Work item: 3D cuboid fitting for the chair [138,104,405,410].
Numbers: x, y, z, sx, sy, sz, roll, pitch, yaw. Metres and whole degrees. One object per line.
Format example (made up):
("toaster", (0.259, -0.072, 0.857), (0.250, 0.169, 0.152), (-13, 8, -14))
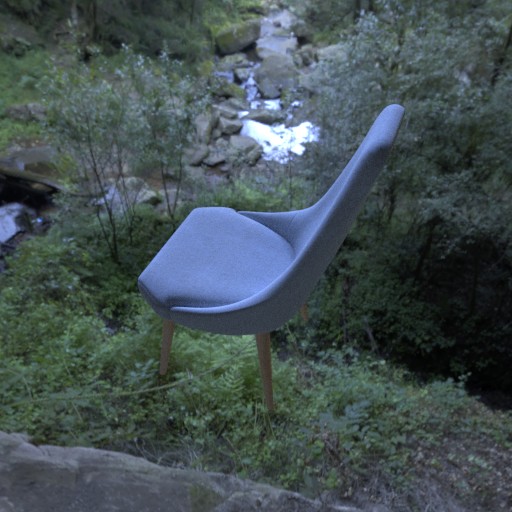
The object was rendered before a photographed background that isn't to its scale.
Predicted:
("chair", (0.000, 0.000, 1.388), (0.660, 1.040, 0.510), (16, 47, 16))
